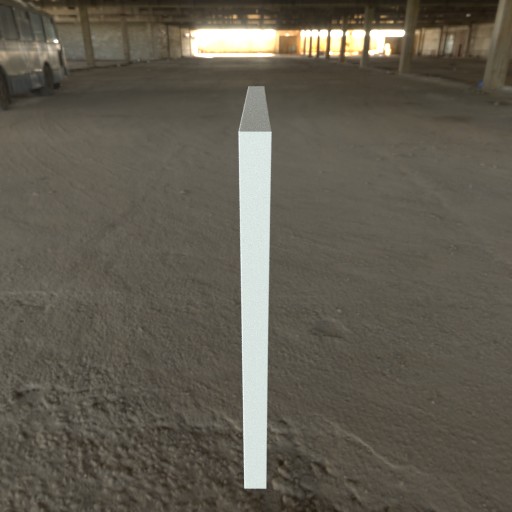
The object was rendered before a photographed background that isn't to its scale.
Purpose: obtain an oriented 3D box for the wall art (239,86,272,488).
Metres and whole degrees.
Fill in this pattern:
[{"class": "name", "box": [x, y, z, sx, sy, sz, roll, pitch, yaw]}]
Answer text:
[{"class": "wall art", "box": [0.000, 0.000, 0.918, 0.038, 0.610, 0.610, 0, 26, 0]}]
